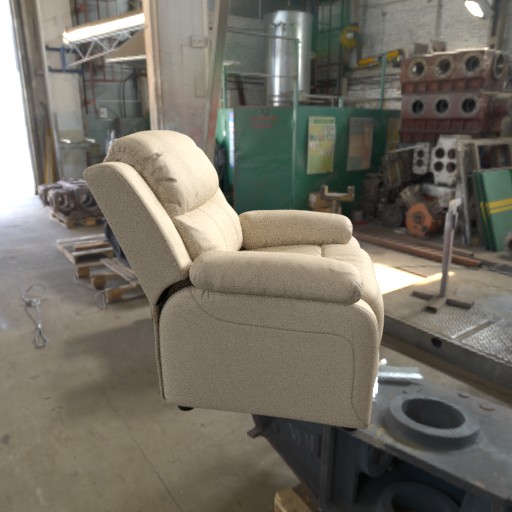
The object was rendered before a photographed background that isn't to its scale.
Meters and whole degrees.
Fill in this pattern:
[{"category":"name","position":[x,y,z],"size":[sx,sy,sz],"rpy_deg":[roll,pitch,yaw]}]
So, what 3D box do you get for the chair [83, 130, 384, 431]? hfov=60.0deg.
[{"category":"chair","position":[0.000,0.000,1.289],"size":[0.709,0.702,0.680],"rpy_deg":[3,17,9]}]
